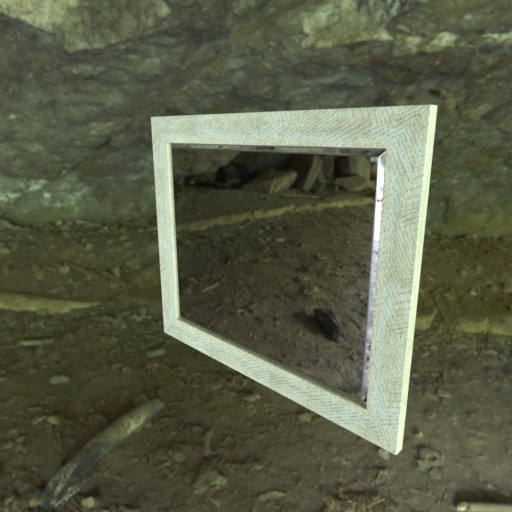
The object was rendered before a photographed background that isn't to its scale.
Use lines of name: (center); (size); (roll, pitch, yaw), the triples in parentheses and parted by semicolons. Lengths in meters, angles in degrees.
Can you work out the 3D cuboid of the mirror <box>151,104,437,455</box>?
mirror: (0.000, 0.000, 1.115); (0.839, 0.689, 0.028); (15, 21, 43)
